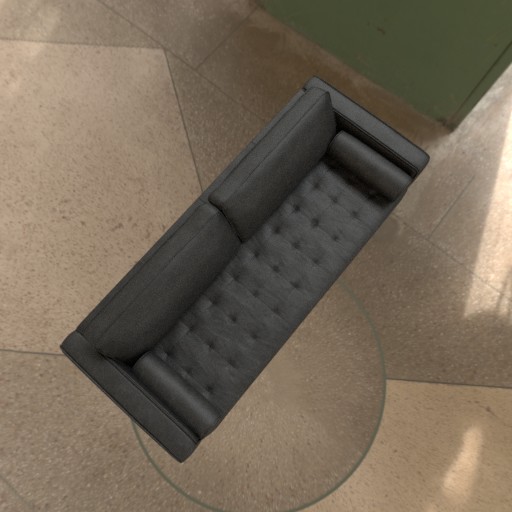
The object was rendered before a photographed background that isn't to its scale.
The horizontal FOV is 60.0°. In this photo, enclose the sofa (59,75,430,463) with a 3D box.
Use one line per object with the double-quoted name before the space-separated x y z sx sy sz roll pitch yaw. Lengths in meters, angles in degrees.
"sofa" 0.000 0.000 2.633 0.914 0.762 2.210 39 79 9
